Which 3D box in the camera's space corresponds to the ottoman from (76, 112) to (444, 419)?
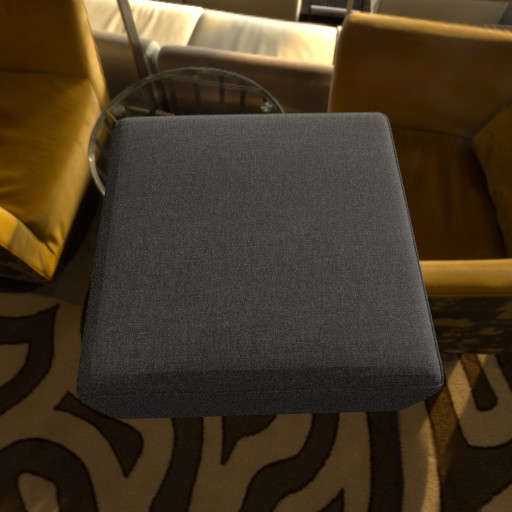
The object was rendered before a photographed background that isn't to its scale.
[{"bbox_3d":[0.000,0.000,1.522,1.000,0.439,1.000,-1,63,-1],"label":"ottoman"}]
